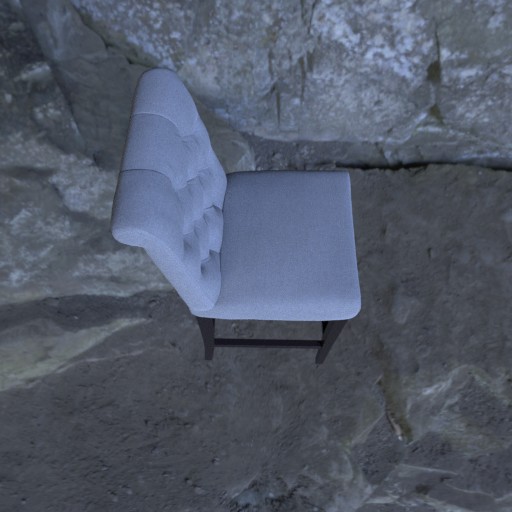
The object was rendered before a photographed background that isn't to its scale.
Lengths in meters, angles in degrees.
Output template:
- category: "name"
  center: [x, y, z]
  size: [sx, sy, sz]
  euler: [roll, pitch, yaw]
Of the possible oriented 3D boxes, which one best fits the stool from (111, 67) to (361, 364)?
- category: "stool"
  center: [0.000, 0.000, 1.474]
  size: [0.601, 1.140, 0.493]
  euler: [1, 64, 0]
